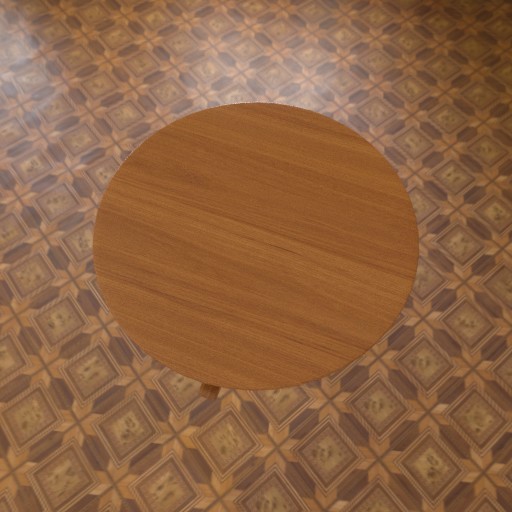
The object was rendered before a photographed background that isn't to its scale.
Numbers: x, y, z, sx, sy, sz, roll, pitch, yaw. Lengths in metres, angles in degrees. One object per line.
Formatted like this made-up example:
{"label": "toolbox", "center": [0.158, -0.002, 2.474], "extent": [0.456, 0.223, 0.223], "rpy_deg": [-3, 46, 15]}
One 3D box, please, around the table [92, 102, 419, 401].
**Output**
{"label": "table", "center": [0.000, 0.000, 1.624], "extent": [1.029, 0.490, 1.029], "rpy_deg": [0, 64, 0]}
